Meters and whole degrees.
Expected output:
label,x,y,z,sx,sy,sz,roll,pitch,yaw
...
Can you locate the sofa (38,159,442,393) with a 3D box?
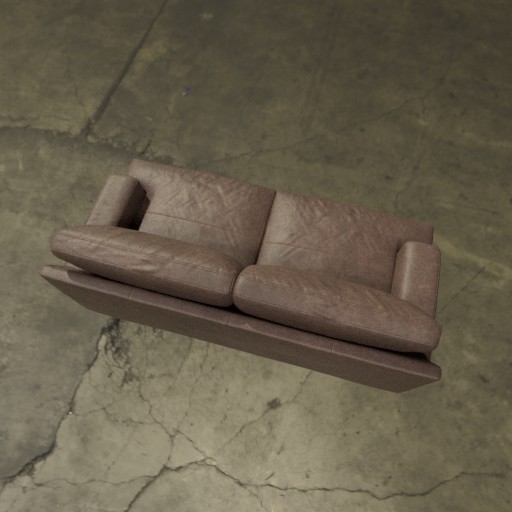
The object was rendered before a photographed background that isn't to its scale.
label,x,y,z,sx,sy,sz,roll,pitch,yaw
sofa,0.000,0.000,2.793,2.261,0.941,1.143,14,64,7
